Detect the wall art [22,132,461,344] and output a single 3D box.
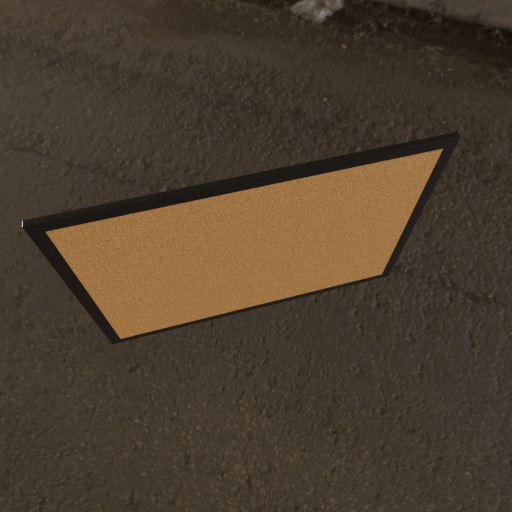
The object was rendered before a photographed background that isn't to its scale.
[{"bbox_3d":[0.000,0.000,1.039,0.819,0.552,0.015,-13,59,-8],"label":"wall art"}]
